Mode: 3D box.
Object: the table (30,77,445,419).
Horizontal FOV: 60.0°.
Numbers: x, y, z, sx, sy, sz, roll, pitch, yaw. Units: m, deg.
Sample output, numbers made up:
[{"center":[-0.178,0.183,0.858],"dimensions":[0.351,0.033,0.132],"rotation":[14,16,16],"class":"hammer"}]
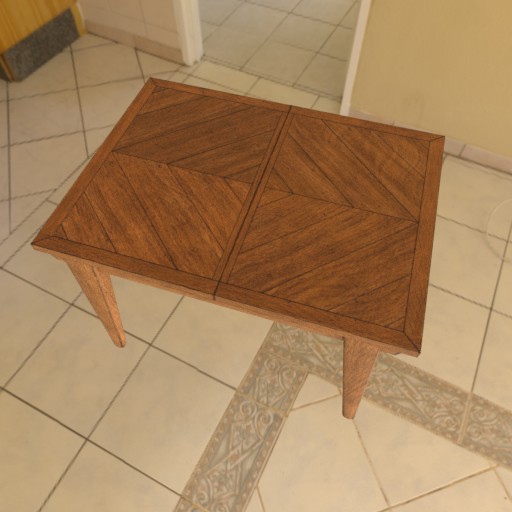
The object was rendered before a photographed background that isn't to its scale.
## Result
[{"center":[0.000,0.000,1.614],"dimensions":[1.027,0.760,0.757],"rotation":[15,58,9],"class":"table"}]
